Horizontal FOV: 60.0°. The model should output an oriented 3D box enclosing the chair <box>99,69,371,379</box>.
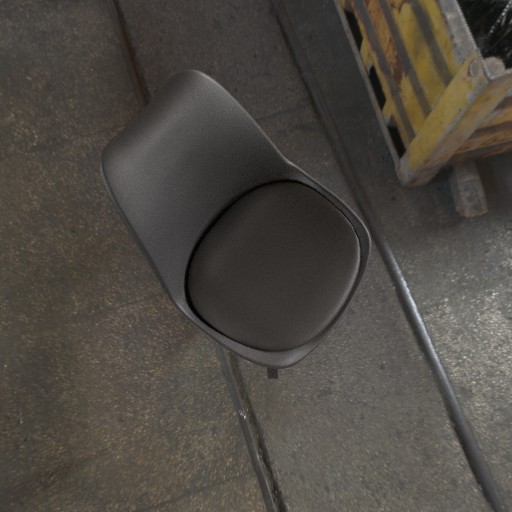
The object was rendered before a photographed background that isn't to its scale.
[{"bbox_3d":[0.000,0.000,1.177,0.550,0.850,0.485,37,78,9],"label":"chair"}]
